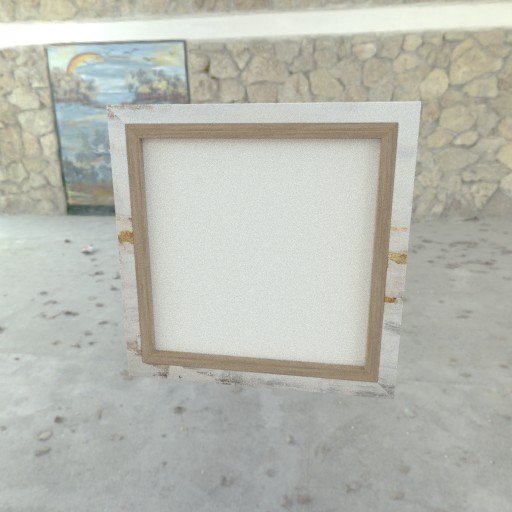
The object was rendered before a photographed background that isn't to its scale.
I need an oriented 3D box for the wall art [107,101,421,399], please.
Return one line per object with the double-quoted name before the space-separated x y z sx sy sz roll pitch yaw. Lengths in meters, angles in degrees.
"wall art" 0.000 0.000 1.564 1.015 1.018 0.040 2 15 9
